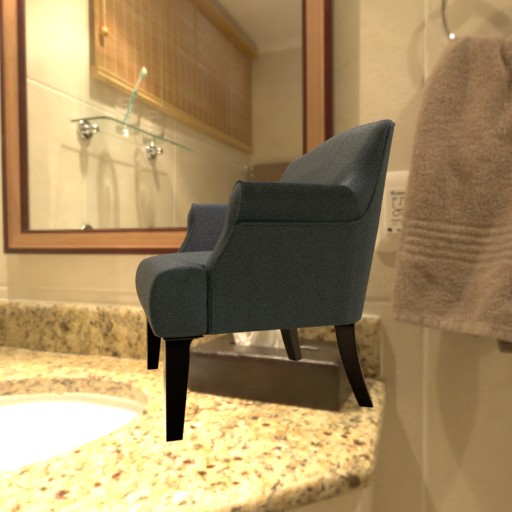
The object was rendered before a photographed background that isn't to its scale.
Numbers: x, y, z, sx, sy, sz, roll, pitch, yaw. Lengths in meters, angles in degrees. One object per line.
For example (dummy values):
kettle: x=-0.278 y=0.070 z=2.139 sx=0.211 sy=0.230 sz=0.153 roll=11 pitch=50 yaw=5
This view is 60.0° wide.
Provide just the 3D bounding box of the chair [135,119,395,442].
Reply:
chair: x=0.000 y=0.000 z=1.486 sx=0.754 sy=0.878 sz=0.770 roll=-1 pitch=2 yaw=-18
